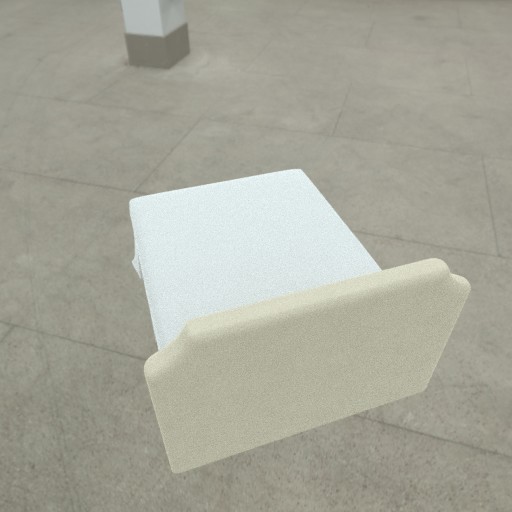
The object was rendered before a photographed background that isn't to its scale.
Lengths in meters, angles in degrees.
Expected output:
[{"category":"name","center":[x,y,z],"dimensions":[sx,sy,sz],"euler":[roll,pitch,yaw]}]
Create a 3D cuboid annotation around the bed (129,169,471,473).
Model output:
[{"category":"bed","center":[0.000,0.000,3.300],"dimensions":[1.827,1.296,2.209],"euler":[-13,43,-14]}]
